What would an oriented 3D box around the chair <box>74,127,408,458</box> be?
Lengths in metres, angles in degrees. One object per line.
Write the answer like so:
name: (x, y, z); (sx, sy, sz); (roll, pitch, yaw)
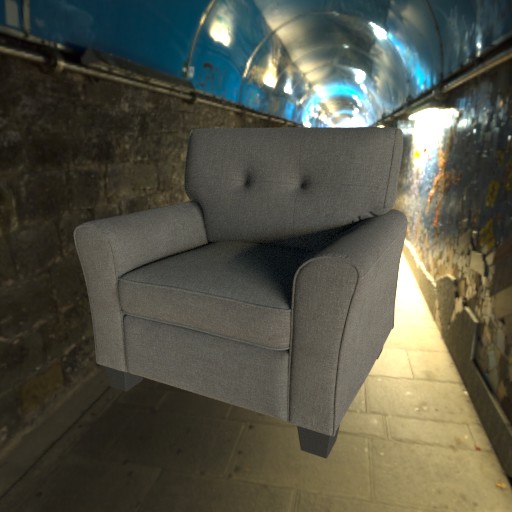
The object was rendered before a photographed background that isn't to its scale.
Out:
chair: (0.000, 0.000, 1.584); (0.941, 0.890, 0.816); (8, 17, 26)
